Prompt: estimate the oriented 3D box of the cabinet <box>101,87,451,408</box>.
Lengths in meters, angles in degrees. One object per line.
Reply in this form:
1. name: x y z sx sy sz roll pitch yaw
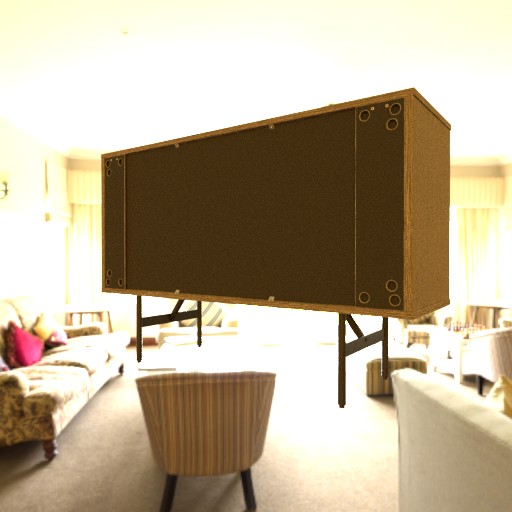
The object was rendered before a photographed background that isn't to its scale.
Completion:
1. cabinet: 0.000 0.000 1.538 1.194 0.787 0.405 0 1 36
